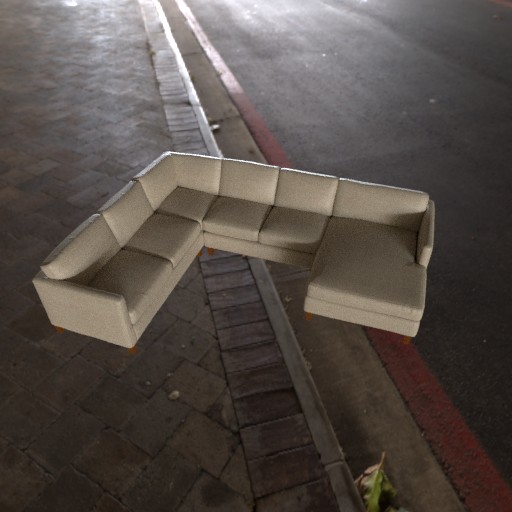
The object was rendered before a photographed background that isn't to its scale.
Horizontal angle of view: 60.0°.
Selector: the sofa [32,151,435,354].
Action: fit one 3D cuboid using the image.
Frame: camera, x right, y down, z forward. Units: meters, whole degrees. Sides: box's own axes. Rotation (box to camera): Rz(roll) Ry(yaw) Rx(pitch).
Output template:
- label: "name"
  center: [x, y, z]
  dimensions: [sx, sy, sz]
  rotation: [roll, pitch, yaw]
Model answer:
- label: "sofa"
  center: [0.000, 0.000, 4.665]
  dimensions: [3.460, 0.961, 2.594]
  rotation: [12, 41, 14]
